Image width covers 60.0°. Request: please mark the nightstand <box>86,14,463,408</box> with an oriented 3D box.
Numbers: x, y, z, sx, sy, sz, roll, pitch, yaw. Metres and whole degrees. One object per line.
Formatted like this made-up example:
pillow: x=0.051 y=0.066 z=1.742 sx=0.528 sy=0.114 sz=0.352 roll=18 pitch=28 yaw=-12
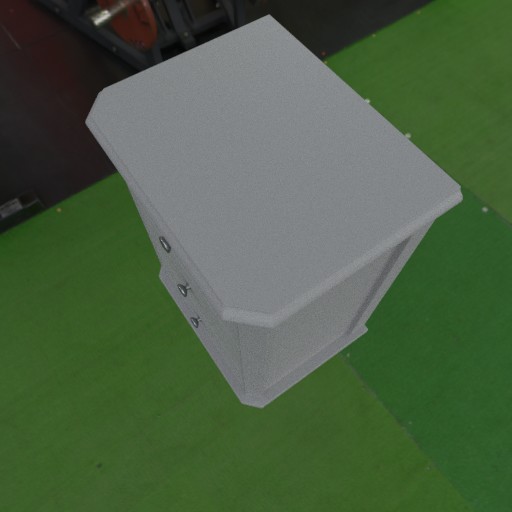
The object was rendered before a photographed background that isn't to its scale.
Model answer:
nightstand: x=0.000 y=0.000 z=0.910 sx=0.350 sy=0.680 sz=0.450 roll=-32 pitch=67 yaw=-15
